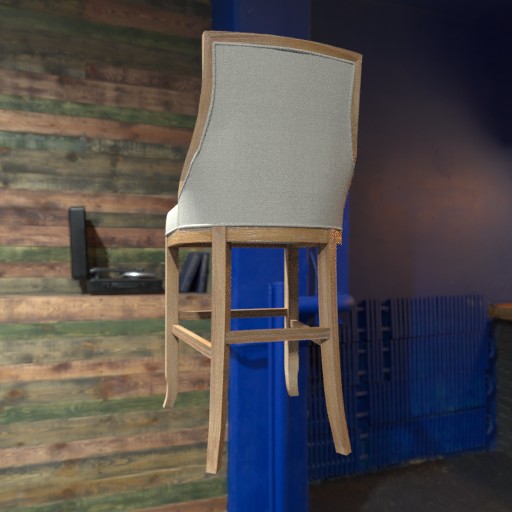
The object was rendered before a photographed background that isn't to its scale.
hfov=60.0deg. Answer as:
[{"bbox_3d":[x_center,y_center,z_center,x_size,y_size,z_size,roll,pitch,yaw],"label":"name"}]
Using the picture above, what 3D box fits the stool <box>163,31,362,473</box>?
[{"bbox_3d":[0.000,0.000,1.409,0.524,1.101,0.626,0,-1,-17],"label":"stool"}]
